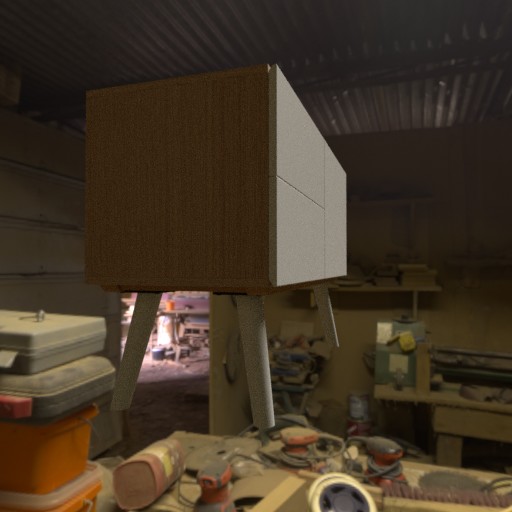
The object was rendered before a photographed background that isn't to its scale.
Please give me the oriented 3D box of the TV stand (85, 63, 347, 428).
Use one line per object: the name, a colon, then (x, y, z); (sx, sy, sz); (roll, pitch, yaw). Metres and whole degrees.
TV stand: (0.000, 0.000, 1.309); (0.407, 0.660, 0.991); (0, -1, 18)
